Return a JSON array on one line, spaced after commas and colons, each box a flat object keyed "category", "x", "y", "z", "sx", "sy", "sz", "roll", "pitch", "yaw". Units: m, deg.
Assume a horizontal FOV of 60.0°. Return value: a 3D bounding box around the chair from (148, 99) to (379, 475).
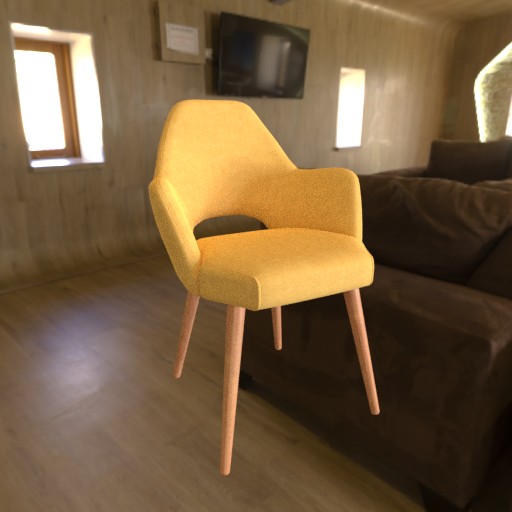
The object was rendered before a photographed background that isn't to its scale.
[{"category": "chair", "x": 0.000, "y": 0.000, "z": 1.233, "sx": 0.590, "sy": 0.840, "sz": 0.610, "roll": -9, "pitch": 19, "yaw": -27}]
